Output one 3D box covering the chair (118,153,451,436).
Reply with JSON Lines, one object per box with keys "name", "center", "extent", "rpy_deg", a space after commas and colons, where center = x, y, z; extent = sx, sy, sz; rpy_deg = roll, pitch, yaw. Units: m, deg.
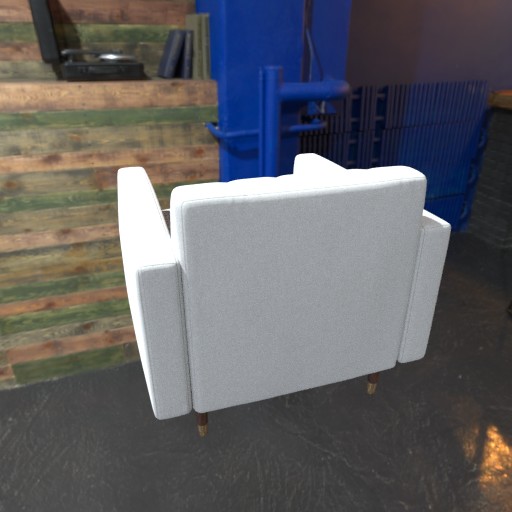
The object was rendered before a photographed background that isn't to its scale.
{"name": "chair", "center": [0.000, 0.000, 1.666], "extent": [0.953, 0.819, 0.998], "rpy_deg": [-8, 27, -16]}
